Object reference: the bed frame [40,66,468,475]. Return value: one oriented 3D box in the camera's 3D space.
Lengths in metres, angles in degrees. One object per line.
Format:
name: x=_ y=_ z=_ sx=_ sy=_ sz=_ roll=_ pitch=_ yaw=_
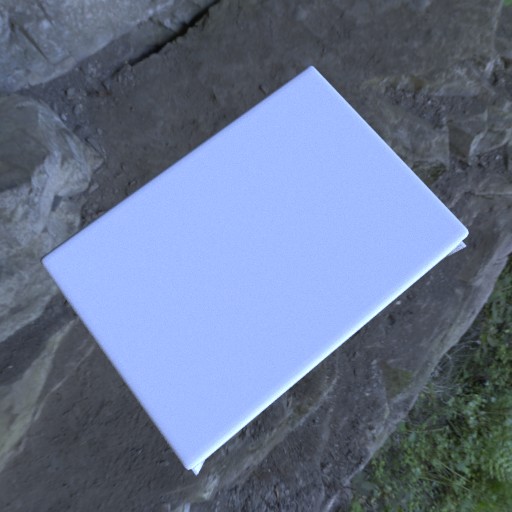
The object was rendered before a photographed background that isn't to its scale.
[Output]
bed frame: x=0.000 y=0.000 z=2.608 sx=1.945 sy=0.497 sz=1.445 roll=-38 pitch=80 yaw=-8
